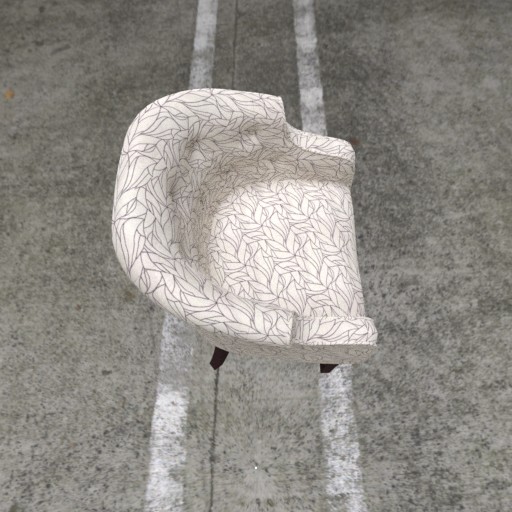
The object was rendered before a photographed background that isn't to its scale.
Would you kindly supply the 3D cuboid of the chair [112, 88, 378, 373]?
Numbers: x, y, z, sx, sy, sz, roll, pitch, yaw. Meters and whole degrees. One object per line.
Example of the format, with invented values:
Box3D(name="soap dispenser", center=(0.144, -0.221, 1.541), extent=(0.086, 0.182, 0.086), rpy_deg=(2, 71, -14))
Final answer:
Box3D(name="chair", center=(0.000, 0.000, 1.313), extent=(0.613, 0.858, 0.686), rpy_deg=(0, 64, 0))
